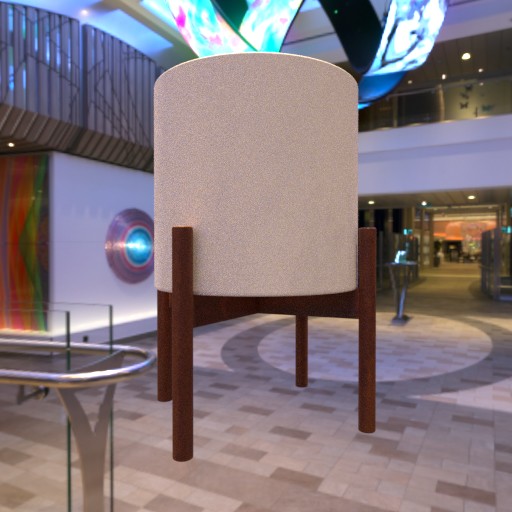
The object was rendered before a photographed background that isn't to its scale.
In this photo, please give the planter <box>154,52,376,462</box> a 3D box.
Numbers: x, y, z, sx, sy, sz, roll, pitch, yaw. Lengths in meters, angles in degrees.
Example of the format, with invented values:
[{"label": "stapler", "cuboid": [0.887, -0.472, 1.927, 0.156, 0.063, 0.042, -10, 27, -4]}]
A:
[{"label": "planter", "cuboid": [0.000, 0.000, 0.933, 0.417, 0.670, 0.417, 0, 1, -18]}]
